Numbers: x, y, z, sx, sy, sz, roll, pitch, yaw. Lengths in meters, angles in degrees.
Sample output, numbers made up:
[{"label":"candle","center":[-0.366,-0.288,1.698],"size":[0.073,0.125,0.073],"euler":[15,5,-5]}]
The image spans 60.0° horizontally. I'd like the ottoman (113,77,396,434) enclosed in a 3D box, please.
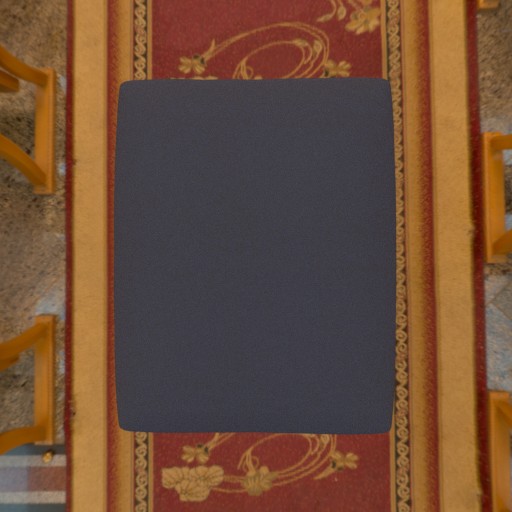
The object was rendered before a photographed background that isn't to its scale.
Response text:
[{"label":"ottoman","center":[0.000,0.000,1.092],"size":[0.584,0.513,0.741],"euler":[0,90,1]}]
